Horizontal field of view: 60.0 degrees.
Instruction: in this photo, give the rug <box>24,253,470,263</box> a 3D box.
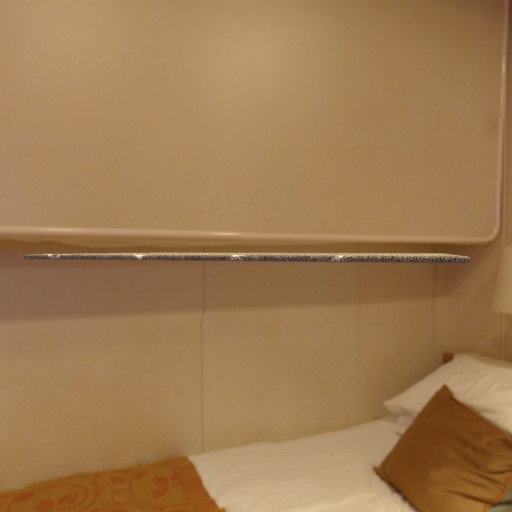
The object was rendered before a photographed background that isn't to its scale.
[{"bbox_3d":[0.000,0.000,2.970,2.438,0.030,1.524,0,1,19],"label":"rug"}]
